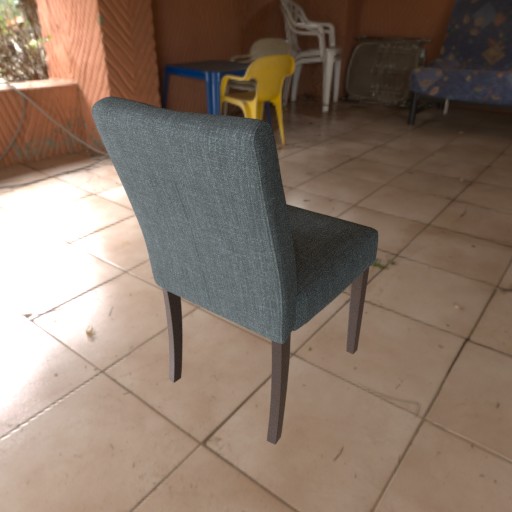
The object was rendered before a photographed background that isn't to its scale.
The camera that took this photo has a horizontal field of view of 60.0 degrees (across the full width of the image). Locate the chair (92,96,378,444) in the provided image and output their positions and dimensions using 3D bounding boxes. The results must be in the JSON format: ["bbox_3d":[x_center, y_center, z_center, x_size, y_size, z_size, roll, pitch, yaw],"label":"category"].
[{"bbox_3d":[0.000,0.000,1.245,0.487,0.884,0.629,20,35,32],"label":"chair"}]
